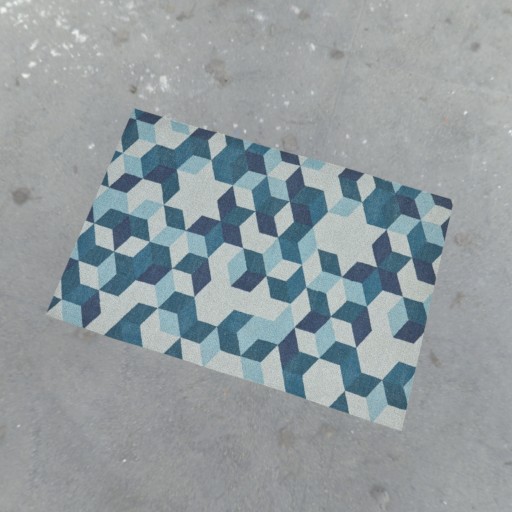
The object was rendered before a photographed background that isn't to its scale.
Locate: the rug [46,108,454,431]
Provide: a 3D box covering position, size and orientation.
[{"bbox_3d":[0.000,0.000,2.298,1.829,0.014,1.235,17,77,4],"label":"rug"}]
